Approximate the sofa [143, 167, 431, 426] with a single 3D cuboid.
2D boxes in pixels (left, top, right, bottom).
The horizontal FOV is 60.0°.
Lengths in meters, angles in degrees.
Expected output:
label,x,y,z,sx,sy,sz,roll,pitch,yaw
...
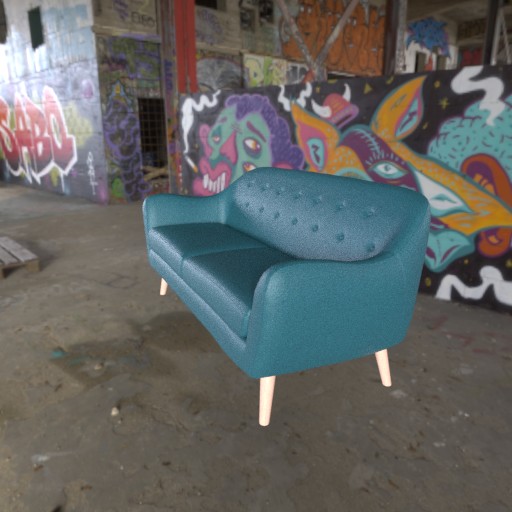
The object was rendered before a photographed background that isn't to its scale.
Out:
label,x,y,z,sx,sy,sz,roll,pitch,yaw
sofa,0.000,0.000,2.335,0.820,0.836,1.840,-7,17,-25
